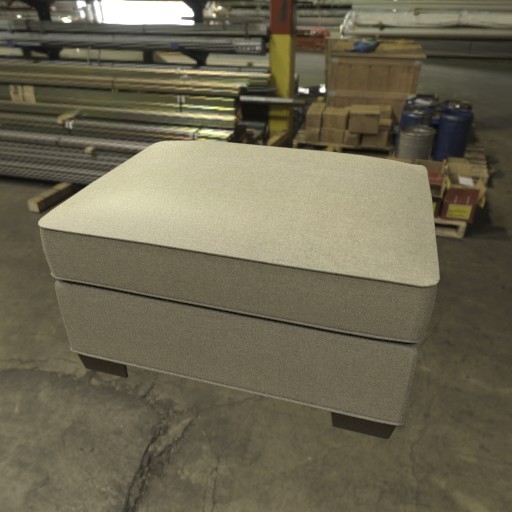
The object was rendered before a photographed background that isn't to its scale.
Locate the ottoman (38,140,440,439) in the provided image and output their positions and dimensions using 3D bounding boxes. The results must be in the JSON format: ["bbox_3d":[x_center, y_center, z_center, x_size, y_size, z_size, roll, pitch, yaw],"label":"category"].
[{"bbox_3d":[0.000,0.000,1.208,0.843,0.504,0.619,9,33,13],"label":"ottoman"}]
